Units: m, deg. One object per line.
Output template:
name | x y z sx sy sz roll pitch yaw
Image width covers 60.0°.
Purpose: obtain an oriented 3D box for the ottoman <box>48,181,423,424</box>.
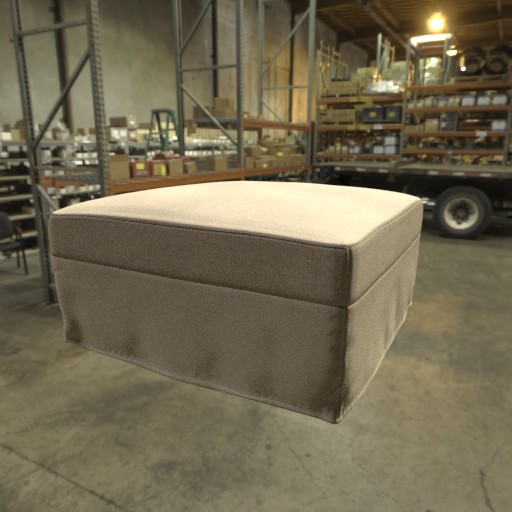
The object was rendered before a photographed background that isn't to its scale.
ottoman | 0.000 0.000 1.354 0.843 0.441 0.842 8 16 28
